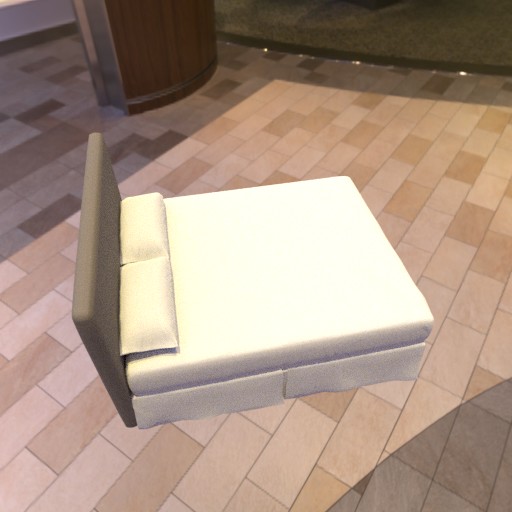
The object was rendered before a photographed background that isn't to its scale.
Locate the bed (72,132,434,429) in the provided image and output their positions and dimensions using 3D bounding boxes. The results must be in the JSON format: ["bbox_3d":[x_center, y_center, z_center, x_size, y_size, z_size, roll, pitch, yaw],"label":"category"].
[{"bbox_3d":[0.000,0.000,3.231,2.142,1.330,1.748,-9,47,-8],"label":"bed"}]
